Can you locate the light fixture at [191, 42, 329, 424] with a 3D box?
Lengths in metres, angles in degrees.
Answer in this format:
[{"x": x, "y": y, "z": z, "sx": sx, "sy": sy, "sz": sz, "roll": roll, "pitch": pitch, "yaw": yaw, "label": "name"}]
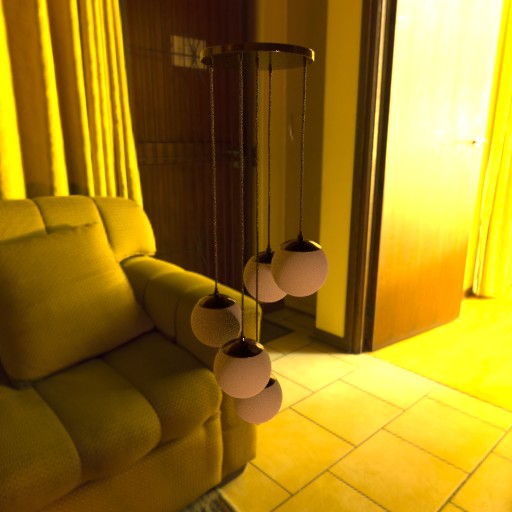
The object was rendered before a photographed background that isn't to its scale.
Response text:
[{"x": 0.000, "y": 0.000, "z": 1.511, "sx": 0.489, "sy": 1.271, "sz": 0.484, "roll": 8, "pitch": 16, "yaw": 27, "label": "light fixture"}]
